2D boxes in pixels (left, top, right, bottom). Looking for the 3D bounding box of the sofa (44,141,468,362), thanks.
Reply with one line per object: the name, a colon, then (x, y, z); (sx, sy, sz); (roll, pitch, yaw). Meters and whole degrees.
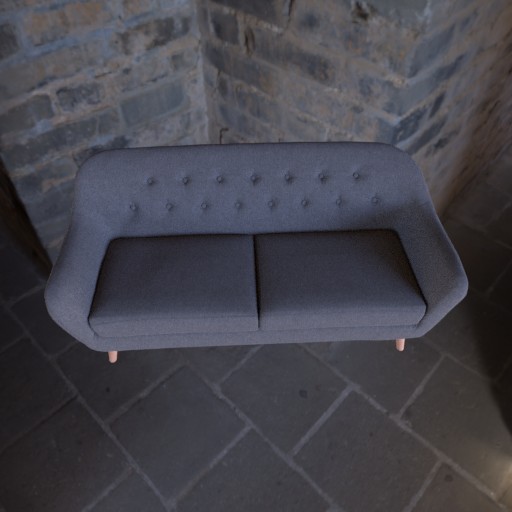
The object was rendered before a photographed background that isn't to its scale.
sofa: (0.000, 0.000, 2.244); (1.840, 0.820, 0.820); (-2, 48, -2)
